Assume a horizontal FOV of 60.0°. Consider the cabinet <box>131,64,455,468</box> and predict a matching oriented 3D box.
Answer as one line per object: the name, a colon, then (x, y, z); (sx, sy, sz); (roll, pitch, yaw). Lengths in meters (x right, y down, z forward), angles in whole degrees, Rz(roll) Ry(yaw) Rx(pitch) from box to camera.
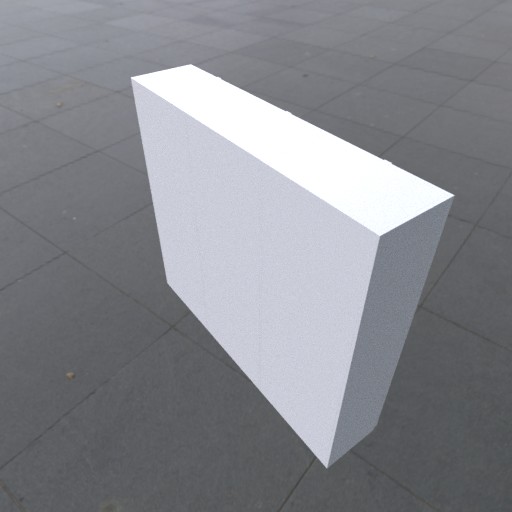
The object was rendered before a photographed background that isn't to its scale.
cabinet: (0.000, 0.000, 3.773); (0.590, 2.370, 2.700); (-26, 47, -27)
